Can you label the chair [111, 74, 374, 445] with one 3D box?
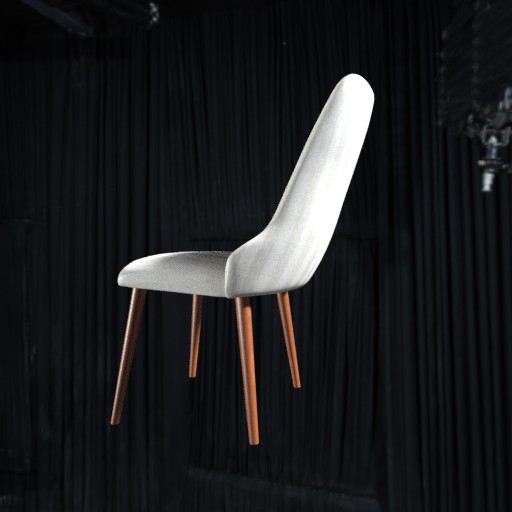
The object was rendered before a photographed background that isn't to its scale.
[{"bbox_3d":[0.000,0.000,1.336,0.684,0.917,0.526,0,1,18],"label":"chair"}]
